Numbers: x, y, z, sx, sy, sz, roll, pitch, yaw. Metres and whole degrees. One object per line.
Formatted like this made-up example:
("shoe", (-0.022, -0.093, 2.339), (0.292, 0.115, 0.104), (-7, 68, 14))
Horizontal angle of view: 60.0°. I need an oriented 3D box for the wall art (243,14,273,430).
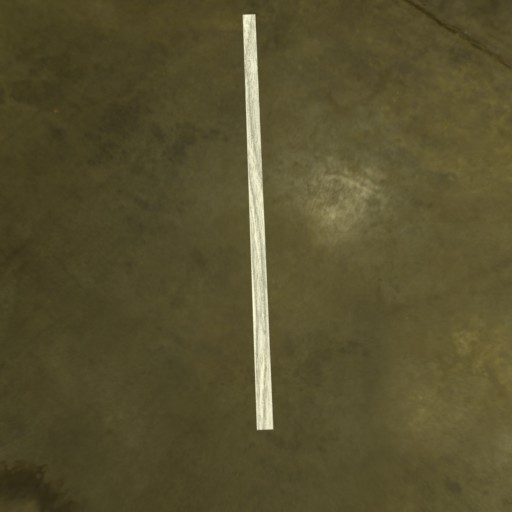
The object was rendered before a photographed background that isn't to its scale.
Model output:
("wall art", (0.000, 0.000, 0.750), (0.016, 0.507, 0.508), (-2, 74, -1))
